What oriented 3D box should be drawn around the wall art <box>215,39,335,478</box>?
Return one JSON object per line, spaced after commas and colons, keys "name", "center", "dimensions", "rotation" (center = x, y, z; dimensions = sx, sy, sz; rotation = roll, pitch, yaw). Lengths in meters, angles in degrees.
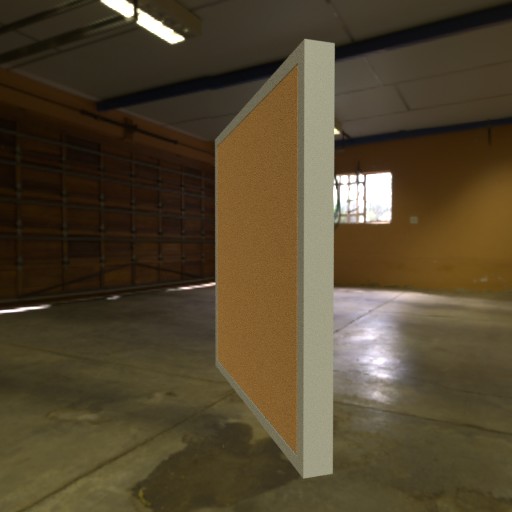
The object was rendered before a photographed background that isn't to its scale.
{"name": "wall art", "center": [0.000, 0.000, 0.757], "dimensions": [0.038, 0.506, 0.506], "rotation": [0, 2, -17]}
